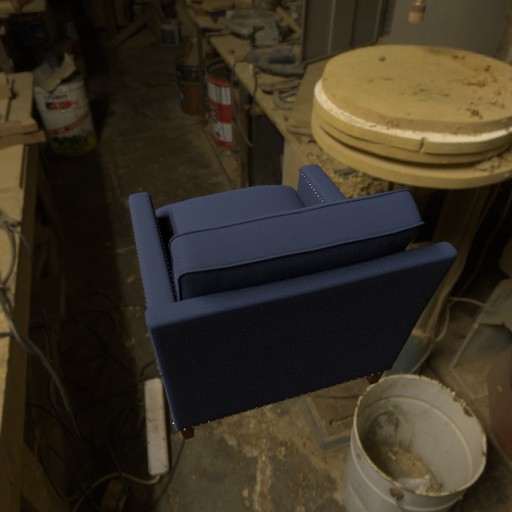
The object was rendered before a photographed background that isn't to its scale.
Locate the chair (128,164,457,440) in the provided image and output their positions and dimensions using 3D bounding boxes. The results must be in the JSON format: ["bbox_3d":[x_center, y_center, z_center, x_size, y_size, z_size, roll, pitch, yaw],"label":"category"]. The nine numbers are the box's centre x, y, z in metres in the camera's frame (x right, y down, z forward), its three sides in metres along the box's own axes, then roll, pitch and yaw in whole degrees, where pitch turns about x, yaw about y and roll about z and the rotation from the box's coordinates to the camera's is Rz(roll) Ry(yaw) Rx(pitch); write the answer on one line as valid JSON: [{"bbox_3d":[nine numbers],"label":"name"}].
[{"bbox_3d":[0.000,0.000,1.685,0.853,0.943,1.014,-12,43,-13],"label":"chair"}]
